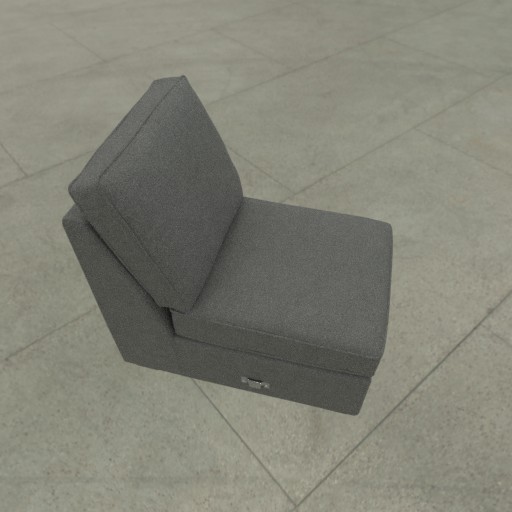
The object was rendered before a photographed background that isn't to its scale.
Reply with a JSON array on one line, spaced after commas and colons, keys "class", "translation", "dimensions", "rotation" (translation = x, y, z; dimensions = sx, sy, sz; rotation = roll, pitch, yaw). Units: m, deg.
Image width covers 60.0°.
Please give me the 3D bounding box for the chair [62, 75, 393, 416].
[{"class": "chair", "translation": [0.000, 0.000, 1.548], "dimensions": [0.938, 0.970, 0.621], "rotation": [11, 48, 10]}]
